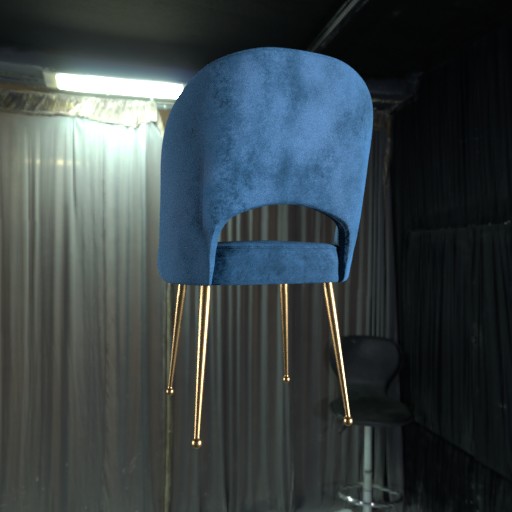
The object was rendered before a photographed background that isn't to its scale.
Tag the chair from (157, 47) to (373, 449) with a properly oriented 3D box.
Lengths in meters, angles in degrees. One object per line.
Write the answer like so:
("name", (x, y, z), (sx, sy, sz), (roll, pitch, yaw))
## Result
("chair", (0.000, 0.000, 1.193), (0.527, 0.860, 0.577), (0, 1, -20))
